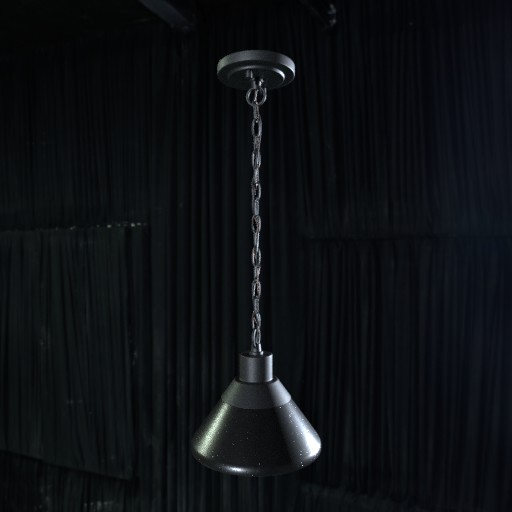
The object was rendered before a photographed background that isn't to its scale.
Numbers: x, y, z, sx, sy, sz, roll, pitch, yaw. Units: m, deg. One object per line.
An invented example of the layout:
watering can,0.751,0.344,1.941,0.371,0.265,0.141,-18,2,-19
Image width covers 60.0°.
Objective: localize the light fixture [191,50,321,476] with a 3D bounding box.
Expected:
light fixture,0.000,0.000,0.692,0.201,0.588,0.201,0,0,18
